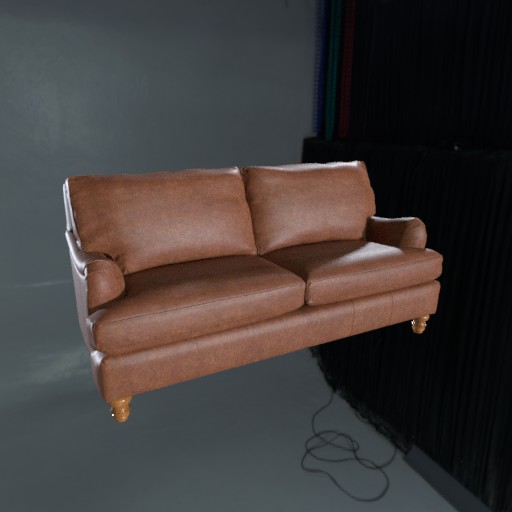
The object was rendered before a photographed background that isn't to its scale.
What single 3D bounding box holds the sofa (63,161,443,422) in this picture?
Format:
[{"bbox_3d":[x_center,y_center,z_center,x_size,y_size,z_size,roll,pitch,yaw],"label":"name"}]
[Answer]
[{"bbox_3d":[0.000,0.000,2.768,2.144,1.071,1.147,-9,19,-27],"label":"sofa"}]
